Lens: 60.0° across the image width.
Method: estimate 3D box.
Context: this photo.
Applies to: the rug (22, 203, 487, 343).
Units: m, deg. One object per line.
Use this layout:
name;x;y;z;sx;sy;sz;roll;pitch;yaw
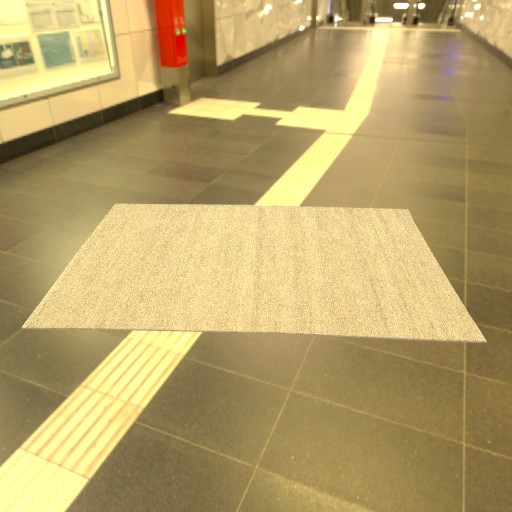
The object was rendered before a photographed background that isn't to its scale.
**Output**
rug;0.000;0.000;2.226;1.820;0.022;1.179;1;31;2
